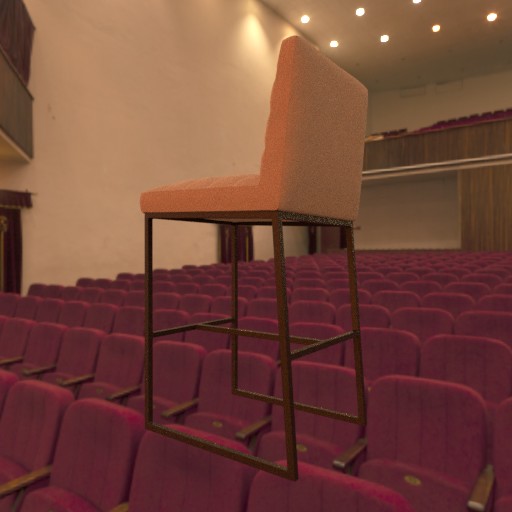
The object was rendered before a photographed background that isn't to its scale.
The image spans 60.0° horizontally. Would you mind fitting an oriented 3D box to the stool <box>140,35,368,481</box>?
[{"bbox_3d":[0.000,0.000,1.379,0.573,1.061,0.464,0,0,36],"label":"stool"}]
